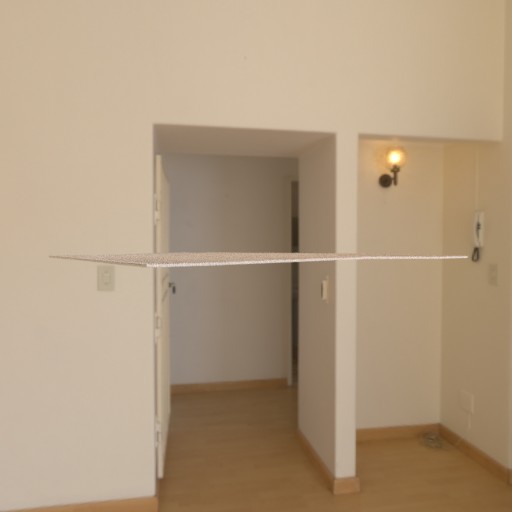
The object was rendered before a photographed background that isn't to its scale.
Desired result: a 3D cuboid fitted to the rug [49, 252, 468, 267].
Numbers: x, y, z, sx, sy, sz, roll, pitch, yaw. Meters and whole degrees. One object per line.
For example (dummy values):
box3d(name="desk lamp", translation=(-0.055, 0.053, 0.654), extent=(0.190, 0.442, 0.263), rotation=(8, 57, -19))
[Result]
box3d(name="rug", translation=(0.000, 0.000, 4.292), extent=(3.245, 0.046, 2.467), rotation=(-1, 2, -36))
